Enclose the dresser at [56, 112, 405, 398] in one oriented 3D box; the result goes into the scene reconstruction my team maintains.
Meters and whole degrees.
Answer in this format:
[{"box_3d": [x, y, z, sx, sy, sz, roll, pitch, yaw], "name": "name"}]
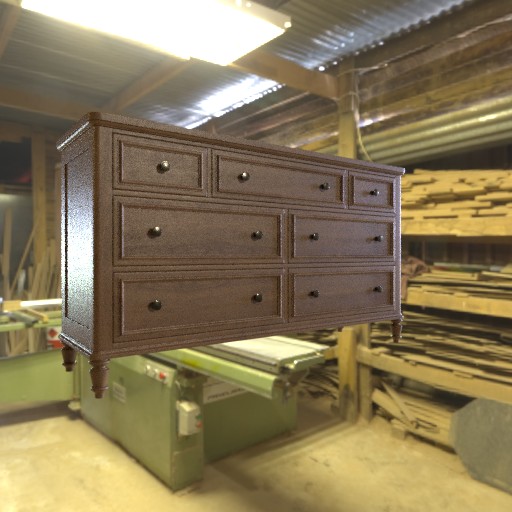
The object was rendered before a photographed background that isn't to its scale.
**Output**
[{"box_3d": [0.000, 0.000, 2.001, 1.583, 0.892, 0.468, 0, 0, -36], "name": "dresser"}]
